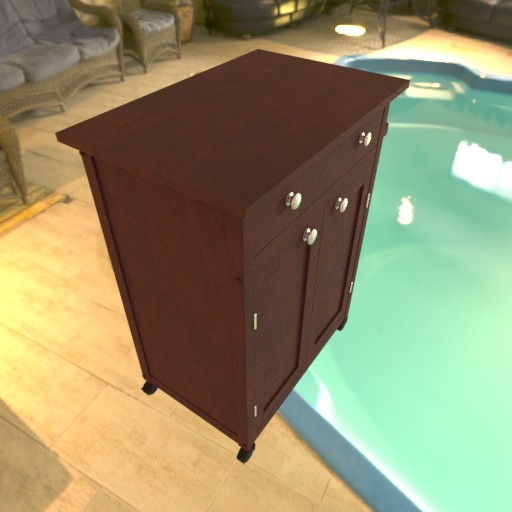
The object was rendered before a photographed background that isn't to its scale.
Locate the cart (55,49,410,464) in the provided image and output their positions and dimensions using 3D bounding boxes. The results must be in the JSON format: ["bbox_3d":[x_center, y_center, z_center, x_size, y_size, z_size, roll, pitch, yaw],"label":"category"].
[{"bbox_3d":[0.000,0.000,1.227,0.442,0.864,0.683,24,46,26],"label":"cart"}]
